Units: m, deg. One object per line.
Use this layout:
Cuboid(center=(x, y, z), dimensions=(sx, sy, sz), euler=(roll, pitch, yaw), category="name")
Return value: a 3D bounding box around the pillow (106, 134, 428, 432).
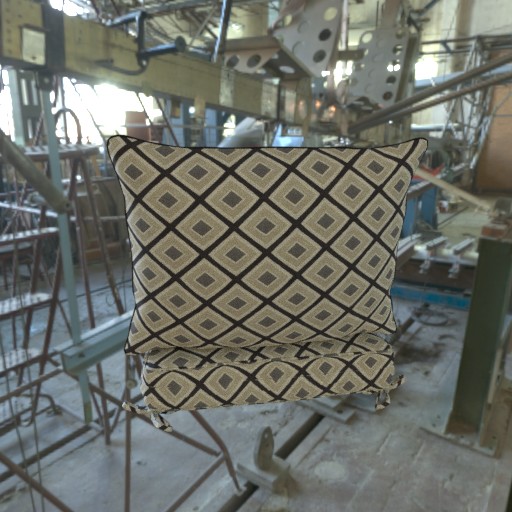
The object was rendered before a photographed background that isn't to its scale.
Cuboid(center=(0.000, 0.000, 1.384), dimensions=(0.798, 0.722, 0.733), euler=(-3, 15, -10), category="pillow")
